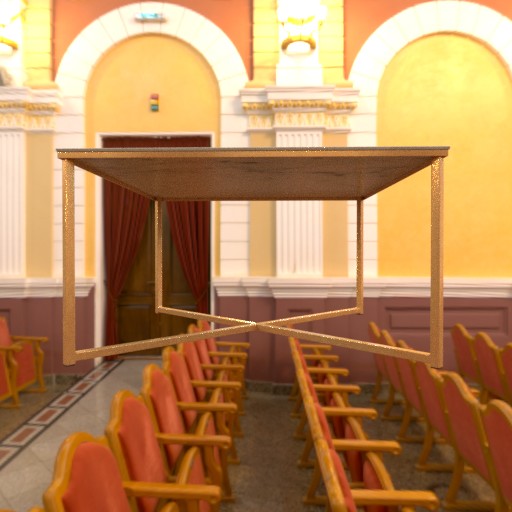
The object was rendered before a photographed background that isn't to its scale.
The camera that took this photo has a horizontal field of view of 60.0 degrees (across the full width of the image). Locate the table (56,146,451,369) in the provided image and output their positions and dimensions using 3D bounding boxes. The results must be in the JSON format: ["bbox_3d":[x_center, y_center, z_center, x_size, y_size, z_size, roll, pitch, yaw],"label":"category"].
[{"bbox_3d":[0.000,0.000,1.298,0.800,0.450,0.800,0,1,2],"label":"table"}]
